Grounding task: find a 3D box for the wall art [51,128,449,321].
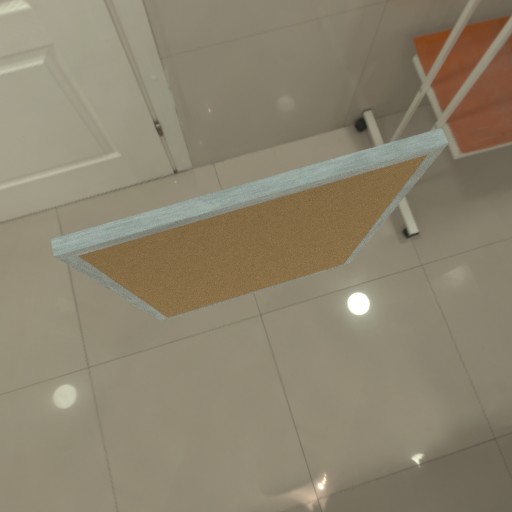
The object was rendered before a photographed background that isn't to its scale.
[{"bbox_3d":[0.000,0.000,0.797,0.479,0.582,0.022,-17,75,-5],"label":"wall art"}]
